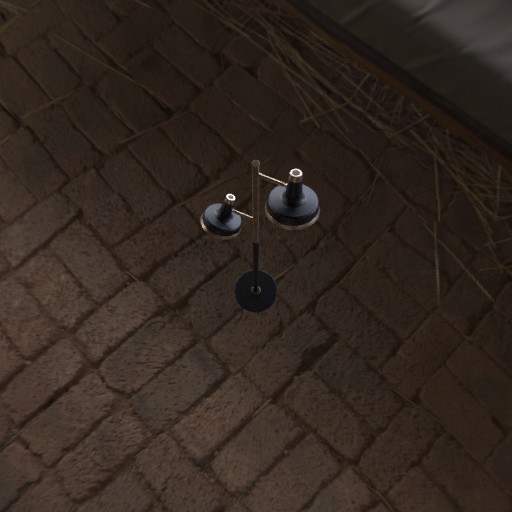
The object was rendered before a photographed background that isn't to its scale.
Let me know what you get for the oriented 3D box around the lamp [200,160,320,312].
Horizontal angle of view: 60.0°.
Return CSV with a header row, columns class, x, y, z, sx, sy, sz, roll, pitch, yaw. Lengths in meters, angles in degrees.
class,x,y,z,sx,sy,sz,roll,pitch,yaw
lamp,0.000,0.000,1.811,0.351,1.674,0.253,22,77,6
